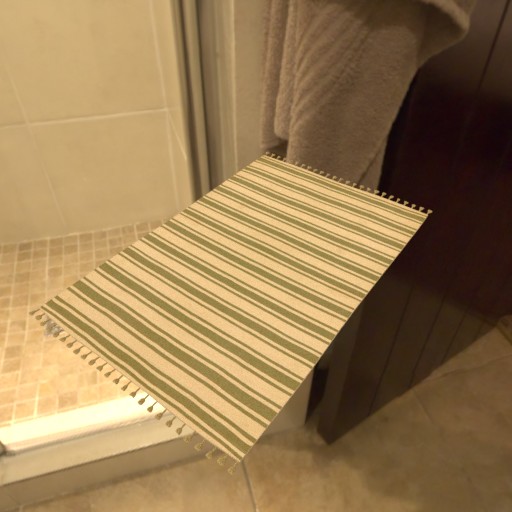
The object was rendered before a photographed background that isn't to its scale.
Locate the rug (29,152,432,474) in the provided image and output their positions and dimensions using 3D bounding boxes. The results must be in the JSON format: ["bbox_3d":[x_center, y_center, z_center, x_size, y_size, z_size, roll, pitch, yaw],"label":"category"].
[{"bbox_3d":[0.000,0.000,2.976,1.540,0.018,2.435,26,48,26],"label":"rug"}]
